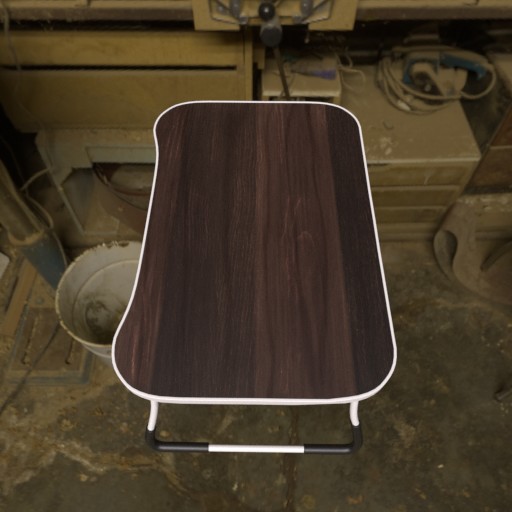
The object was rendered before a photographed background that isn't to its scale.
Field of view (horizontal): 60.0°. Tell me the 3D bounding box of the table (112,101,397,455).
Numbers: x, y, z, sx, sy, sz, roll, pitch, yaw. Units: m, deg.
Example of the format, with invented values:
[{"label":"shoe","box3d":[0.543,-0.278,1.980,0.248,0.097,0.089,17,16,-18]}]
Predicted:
[{"label":"table","box3d":[0.000,0.000,0.839,0.400,0.232,0.660,1,58,0]}]
